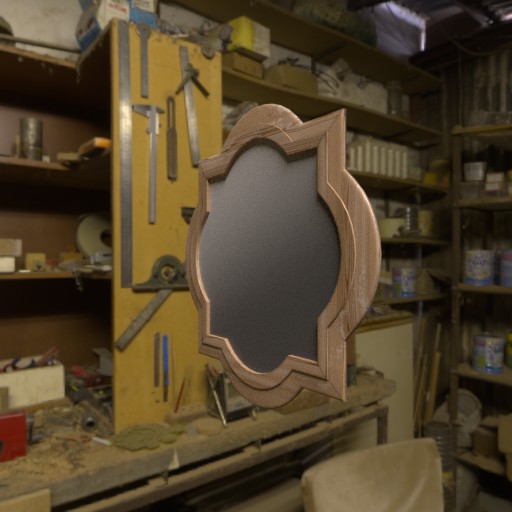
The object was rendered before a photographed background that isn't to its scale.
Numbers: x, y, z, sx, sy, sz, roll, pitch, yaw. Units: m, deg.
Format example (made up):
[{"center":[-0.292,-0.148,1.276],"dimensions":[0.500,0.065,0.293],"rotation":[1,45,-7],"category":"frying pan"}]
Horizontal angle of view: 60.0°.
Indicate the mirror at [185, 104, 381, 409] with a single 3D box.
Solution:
[{"center":[0.000,0.000,1.043],"dimensions":[0.019,0.686,0.686],"rotation":[1,-1,-37],"category":"mirror"}]
